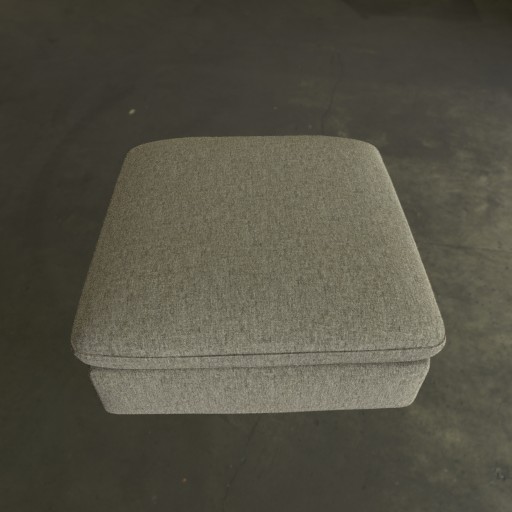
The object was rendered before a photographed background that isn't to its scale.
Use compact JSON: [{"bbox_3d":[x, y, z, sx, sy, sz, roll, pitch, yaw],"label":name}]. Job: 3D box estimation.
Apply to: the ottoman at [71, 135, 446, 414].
[{"bbox_3d":[0.000,0.000,1.625,1.039,0.526,1.035,-1,47,-1],"label":"ottoman"}]
